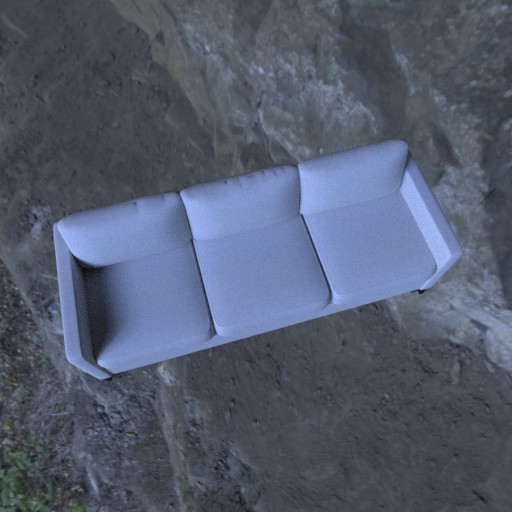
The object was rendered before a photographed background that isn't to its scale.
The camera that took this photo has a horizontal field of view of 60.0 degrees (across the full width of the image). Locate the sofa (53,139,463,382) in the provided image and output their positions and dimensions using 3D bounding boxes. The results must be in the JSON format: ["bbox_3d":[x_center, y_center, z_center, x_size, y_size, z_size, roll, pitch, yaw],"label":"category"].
[{"bbox_3d":[0.000,0.000,2.720,2.218,0.874,0.859,-14,65,-7],"label":"sofa"}]
